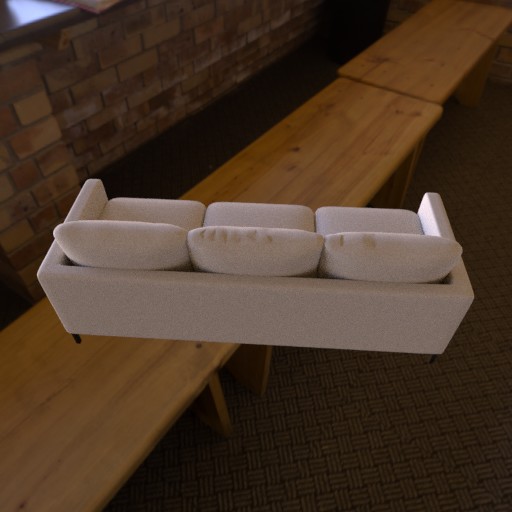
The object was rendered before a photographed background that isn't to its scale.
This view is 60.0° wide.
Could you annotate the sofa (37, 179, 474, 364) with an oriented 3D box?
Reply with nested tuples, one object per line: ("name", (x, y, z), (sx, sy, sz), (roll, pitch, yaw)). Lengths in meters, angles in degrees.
("sofa", (0.000, 0.000, 2.667), (2.218, 0.874, 0.859), (3, 47, 3))
